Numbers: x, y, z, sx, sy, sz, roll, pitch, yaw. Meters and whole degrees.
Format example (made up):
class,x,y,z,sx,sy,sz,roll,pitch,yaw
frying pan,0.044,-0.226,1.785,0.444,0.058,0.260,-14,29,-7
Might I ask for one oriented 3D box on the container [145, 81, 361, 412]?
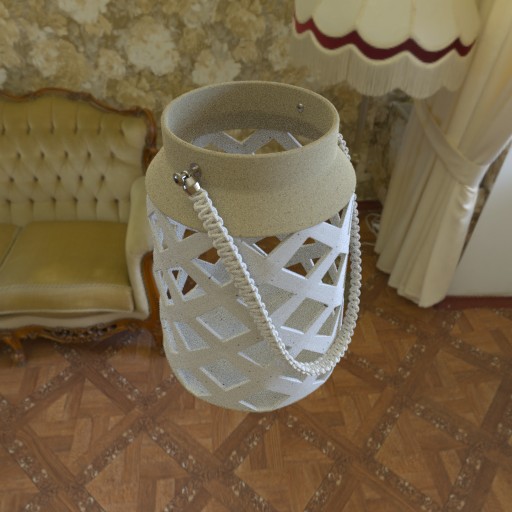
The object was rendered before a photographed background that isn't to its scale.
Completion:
class,x,y,z,sx,sy,sz,roll,pitch,yaw
container,0.000,0.000,0.345,0.172,0.229,0.163,27,48,27
